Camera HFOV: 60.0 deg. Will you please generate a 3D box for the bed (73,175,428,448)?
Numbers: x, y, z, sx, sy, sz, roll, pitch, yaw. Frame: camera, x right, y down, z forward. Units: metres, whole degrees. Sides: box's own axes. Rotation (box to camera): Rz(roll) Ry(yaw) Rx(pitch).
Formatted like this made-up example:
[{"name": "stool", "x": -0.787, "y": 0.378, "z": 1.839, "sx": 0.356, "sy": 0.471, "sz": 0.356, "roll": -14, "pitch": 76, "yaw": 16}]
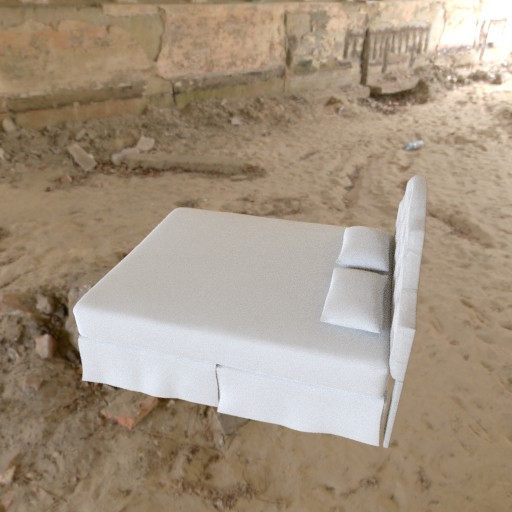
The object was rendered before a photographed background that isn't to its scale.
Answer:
[{"name": "bed", "x": 0.000, "y": 0.000, "z": 3.783, "sx": 2.477, "sy": 1.617, "sz": 2.039, "roll": 8, "pitch": 32, "yaw": 14}]
